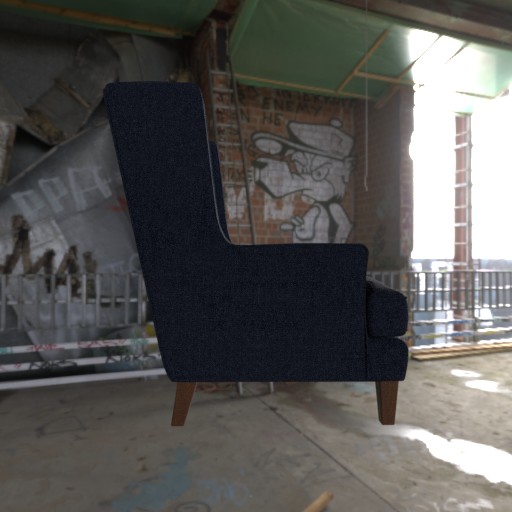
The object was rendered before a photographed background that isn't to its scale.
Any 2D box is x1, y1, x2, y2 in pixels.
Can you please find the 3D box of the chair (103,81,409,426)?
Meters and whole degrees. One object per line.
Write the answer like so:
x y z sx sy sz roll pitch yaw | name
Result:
0.000 0.000 1.733 0.947 1.072 0.764 0 0 -1 | chair
